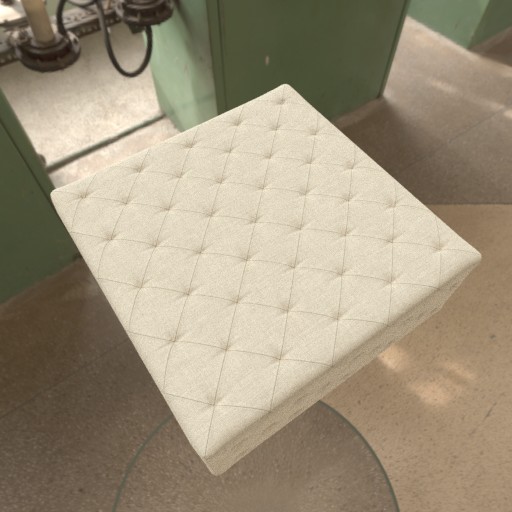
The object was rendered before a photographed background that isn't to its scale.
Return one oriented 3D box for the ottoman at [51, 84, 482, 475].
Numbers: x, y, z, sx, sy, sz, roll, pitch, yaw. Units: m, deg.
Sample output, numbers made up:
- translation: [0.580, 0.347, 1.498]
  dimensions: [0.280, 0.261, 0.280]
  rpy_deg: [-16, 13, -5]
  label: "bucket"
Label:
- translation: [0.000, 0.000, 1.611]
  dimensions: [1.028, 0.439, 1.028]
  rpy_deg: [-31, 63, -18]
  label: "ottoman"
